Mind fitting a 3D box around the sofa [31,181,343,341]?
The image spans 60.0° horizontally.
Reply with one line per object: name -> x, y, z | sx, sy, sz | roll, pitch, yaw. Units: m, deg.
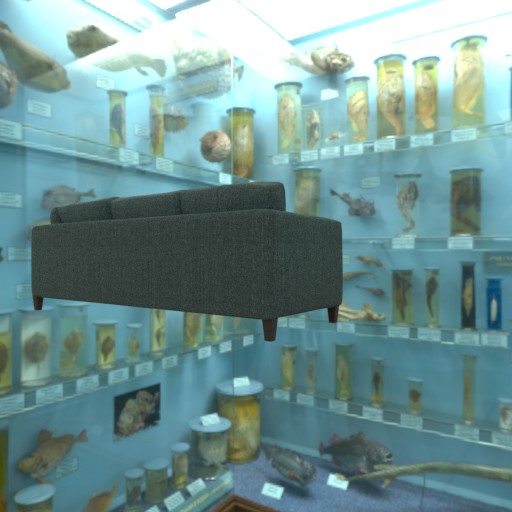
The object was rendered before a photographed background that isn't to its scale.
sofa -> 0.000, 0.000, 4.494 | 2.593, 0.947, 3.302 | 0, 0, 35
